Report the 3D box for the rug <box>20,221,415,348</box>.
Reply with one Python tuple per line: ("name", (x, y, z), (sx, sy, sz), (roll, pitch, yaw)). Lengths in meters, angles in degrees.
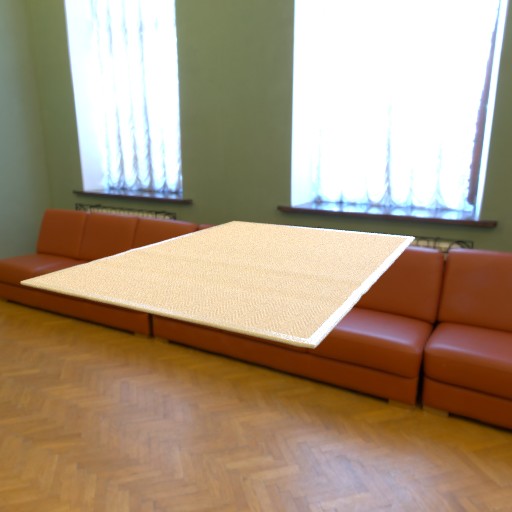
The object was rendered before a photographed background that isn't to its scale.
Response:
("rug", (0.000, 0.000, 4.801), (2.734, 0.037, 3.659), (7, 16, 27))
